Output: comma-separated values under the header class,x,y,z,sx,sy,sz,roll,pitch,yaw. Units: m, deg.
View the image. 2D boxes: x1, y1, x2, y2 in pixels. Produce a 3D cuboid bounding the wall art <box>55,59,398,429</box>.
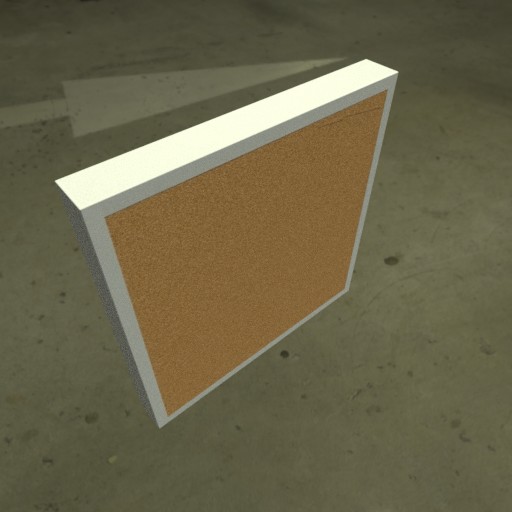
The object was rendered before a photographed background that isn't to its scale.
class,x,y,z,sx,sy,sz,roll,pitch,yaw
wall art,0.000,0.000,0.450,0.305,0.305,0.038,-31,53,-27
